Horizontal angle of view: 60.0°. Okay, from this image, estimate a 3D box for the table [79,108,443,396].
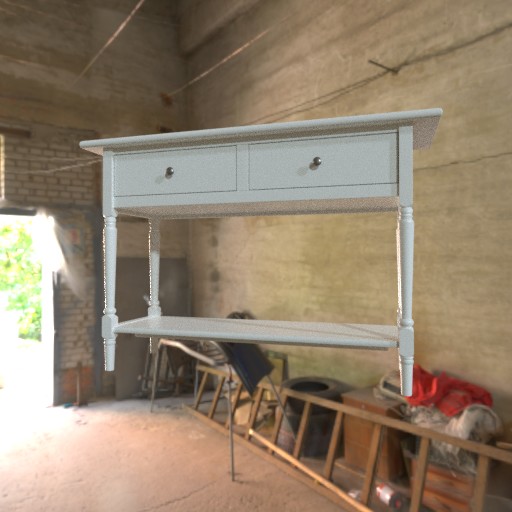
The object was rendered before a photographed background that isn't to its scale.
[{"bbox_3d":[0.000,0.000,1.573,1.191,0.814,0.386,0,-1,17],"label":"table"}]
